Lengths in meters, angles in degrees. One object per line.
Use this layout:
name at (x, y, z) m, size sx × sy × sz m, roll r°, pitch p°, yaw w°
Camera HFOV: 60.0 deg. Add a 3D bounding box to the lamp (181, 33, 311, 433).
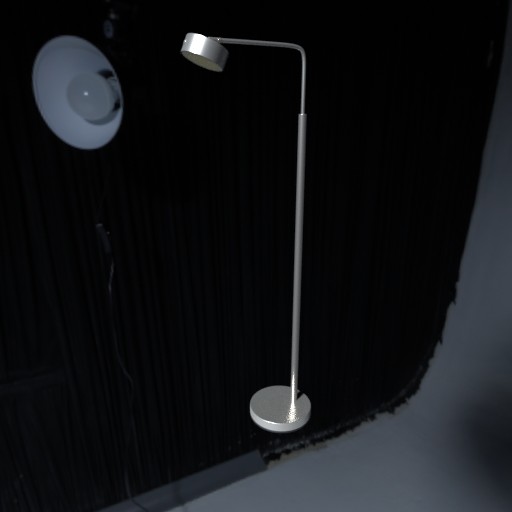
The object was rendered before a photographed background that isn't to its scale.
lamp at (0.000, 0.000, 1.406) m, size 0.421 × 1.250 × 0.222 m, roll -8°, pitch 20°, yaw -24°
